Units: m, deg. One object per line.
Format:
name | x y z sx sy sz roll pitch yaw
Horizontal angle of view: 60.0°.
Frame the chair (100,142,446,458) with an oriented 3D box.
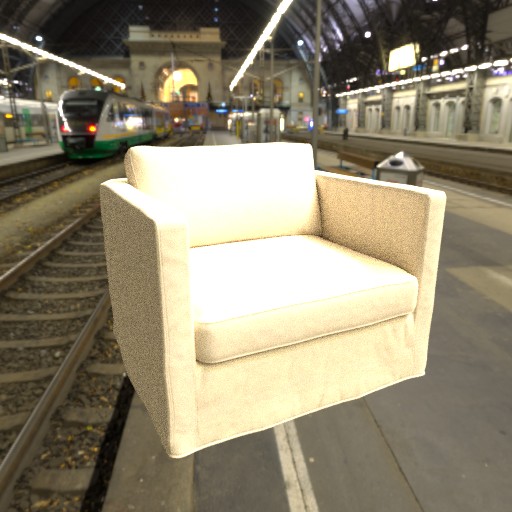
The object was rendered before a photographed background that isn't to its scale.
chair | 0.000 0.000 1.770 1.057 0.851 0.947 -8 19 -26
